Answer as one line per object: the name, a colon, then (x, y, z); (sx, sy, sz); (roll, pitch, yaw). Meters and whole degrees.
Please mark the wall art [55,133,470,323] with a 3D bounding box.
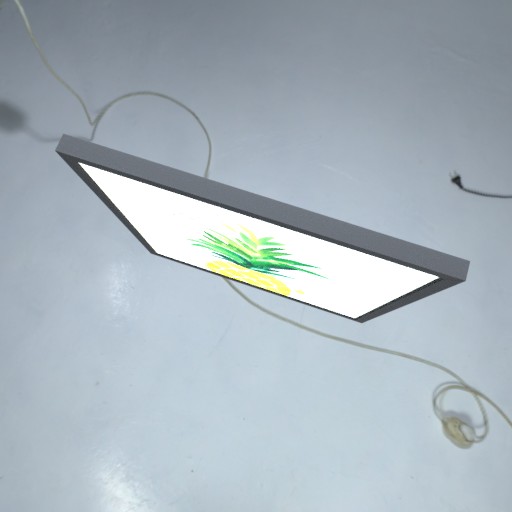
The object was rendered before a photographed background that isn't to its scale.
wall art: (0.000, 0.000, 1.153); (0.762, 0.760, 0.037); (18, 77, 4)
